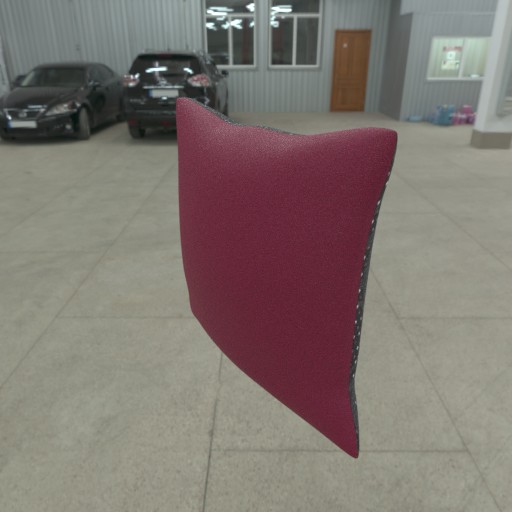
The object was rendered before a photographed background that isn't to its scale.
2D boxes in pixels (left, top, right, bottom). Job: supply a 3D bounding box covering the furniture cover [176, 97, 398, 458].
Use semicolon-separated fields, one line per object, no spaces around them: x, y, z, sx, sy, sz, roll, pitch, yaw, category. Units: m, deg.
0.000;0.000;0.802;0.193;0.509;0.552;-16;29;-32;furniture cover
